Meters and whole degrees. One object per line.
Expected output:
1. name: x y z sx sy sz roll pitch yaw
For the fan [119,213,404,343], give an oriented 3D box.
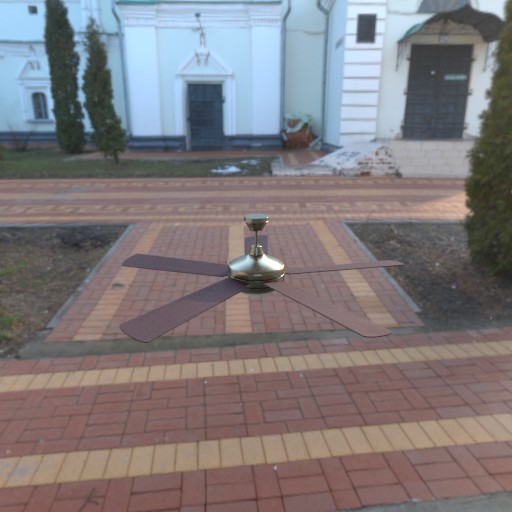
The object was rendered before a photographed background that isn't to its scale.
1. fan: 0.000 0.000 1.934 1.321 0.356 1.321 3 17 10
